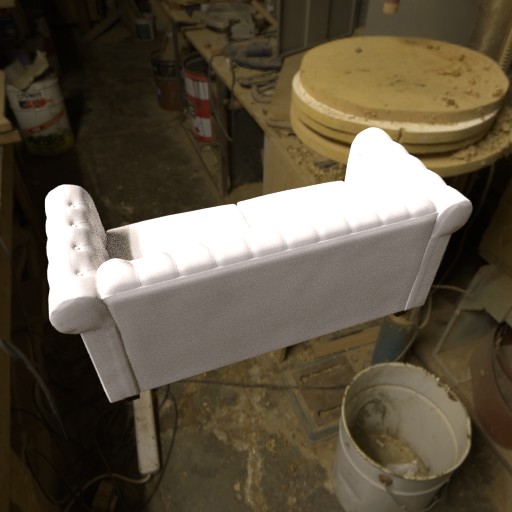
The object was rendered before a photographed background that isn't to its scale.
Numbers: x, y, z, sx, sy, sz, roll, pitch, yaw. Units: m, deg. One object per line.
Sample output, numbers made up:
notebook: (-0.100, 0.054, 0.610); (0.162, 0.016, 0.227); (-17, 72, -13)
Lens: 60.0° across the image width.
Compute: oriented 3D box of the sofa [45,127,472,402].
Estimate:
sofa: (0.000, 0.000, 2.227); (1.798, 0.796, 0.771); (-14, 45, -15)
